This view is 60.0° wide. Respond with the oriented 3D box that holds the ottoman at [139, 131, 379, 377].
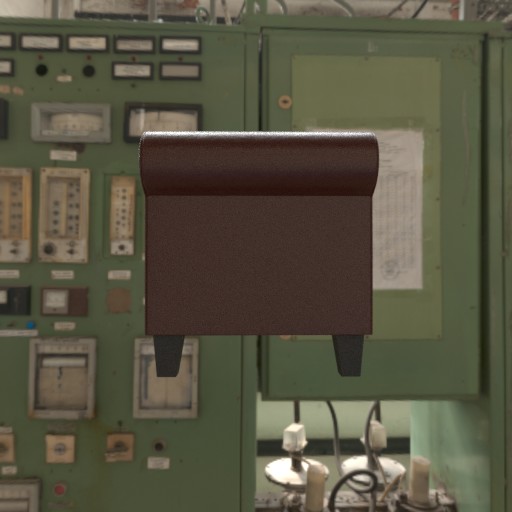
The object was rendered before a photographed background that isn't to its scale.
[{"bbox_3d":[0.000,0.000,1.547,0.521,0.547,1.256,0,0,-1],"label":"ottoman"}]
